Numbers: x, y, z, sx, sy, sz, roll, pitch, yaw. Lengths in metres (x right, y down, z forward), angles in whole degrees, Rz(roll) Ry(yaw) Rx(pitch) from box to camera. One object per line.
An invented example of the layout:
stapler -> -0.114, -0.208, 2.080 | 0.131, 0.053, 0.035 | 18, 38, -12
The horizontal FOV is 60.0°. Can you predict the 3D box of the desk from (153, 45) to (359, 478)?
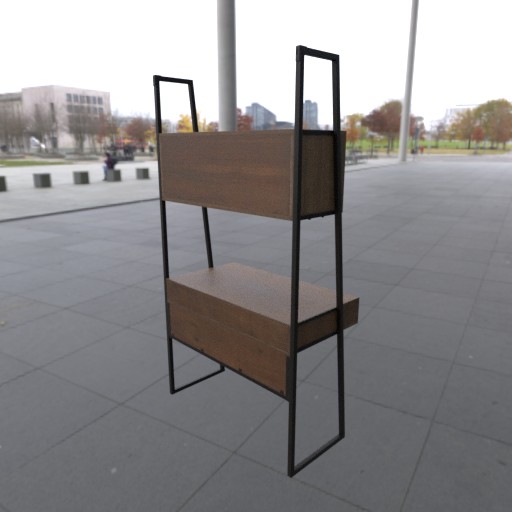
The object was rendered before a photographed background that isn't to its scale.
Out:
desk -> 0.000, 0.000, 2.298 | 0.515, 1.809, 0.982 | -13, 19, -42
